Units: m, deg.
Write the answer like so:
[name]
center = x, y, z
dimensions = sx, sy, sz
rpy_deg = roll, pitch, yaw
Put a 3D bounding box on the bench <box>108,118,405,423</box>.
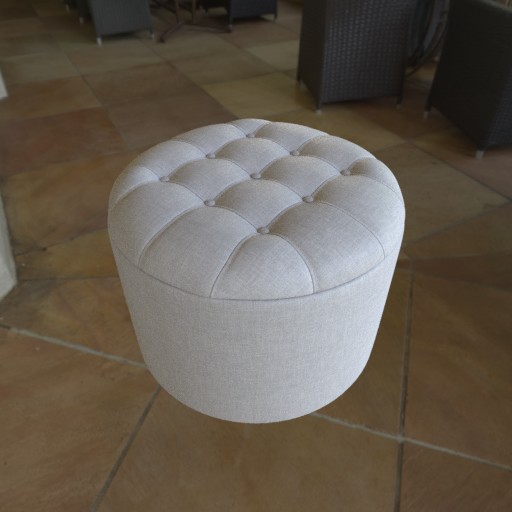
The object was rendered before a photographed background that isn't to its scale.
[bench]
center = 0.000, 0.000, 1.016
dimensions = 0.600, 0.453, 0.600
rpy_deg = 0, 40, 0
